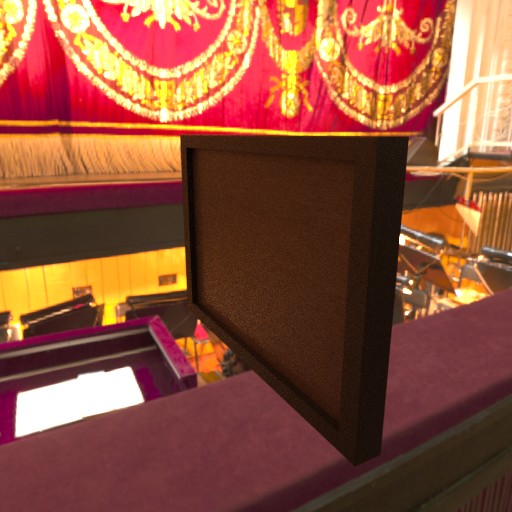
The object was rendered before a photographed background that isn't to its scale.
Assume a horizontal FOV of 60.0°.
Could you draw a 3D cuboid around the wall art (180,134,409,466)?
[{"bbox_3d":[0.000,0.000,0.866,0.051,0.456,0.671,-8,18,-28],"label":"wall art"}]
